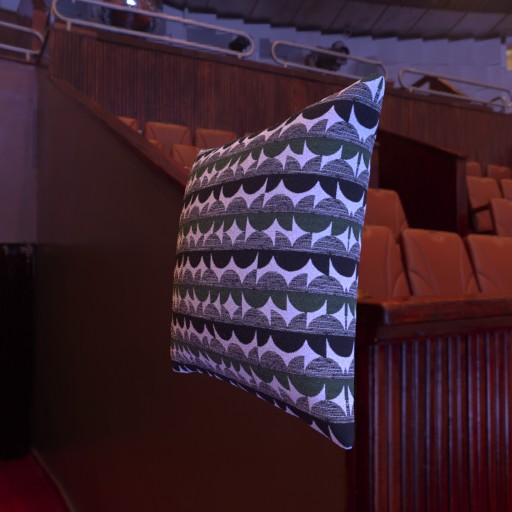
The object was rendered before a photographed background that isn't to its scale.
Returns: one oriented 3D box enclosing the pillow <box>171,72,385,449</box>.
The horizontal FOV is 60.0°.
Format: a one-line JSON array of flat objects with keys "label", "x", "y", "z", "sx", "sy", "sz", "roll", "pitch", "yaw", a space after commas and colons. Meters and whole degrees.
[{"label": "pillow", "x": 0.000, "y": 0.000, "z": 0.643, "sx": 0.180, "sy": 0.404, "sz": 0.419, "roll": 1, "pitch": -2, "yaw": -35}]
